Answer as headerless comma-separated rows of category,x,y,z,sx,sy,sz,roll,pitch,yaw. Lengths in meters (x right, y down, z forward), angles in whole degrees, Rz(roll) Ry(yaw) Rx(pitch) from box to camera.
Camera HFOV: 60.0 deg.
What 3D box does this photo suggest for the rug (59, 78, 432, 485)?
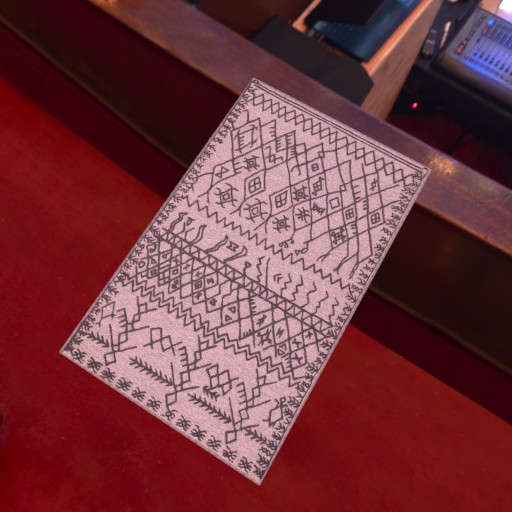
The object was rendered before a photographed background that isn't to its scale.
rug,0.000,0.000,3.062,1.526,0.012,2.444,30,77,8
